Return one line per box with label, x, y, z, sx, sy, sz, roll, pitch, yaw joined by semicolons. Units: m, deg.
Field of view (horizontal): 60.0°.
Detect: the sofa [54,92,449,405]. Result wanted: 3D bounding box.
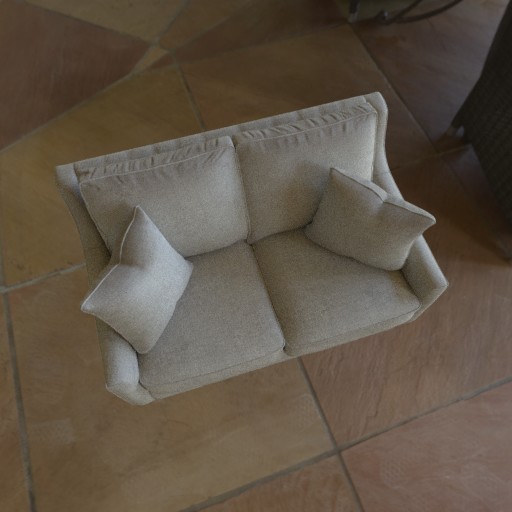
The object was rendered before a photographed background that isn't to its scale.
sofa;0.000;0.000;1.956;1.422;0.863;0.915;-15;64;-8
